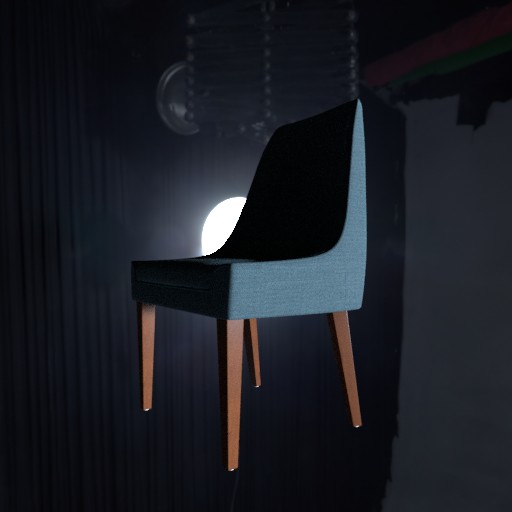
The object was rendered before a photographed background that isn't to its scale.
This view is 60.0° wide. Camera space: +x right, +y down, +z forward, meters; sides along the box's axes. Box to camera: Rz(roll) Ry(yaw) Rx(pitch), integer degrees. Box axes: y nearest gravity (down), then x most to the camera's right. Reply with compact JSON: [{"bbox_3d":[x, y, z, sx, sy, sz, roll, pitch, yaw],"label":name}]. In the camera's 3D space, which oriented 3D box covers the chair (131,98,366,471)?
[{"bbox_3d":[0.000,0.000,1.208,0.544,0.861,0.529,0,0,-36],"label":"chair"}]
